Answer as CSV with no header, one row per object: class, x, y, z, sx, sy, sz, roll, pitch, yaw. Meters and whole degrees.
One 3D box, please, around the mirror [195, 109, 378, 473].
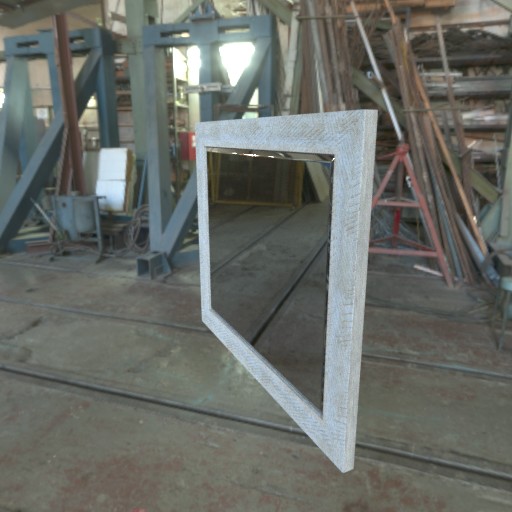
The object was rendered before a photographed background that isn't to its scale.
mirror,0.000,0.000,1.158,0.028,0.689,0.839,-7,17,-25
